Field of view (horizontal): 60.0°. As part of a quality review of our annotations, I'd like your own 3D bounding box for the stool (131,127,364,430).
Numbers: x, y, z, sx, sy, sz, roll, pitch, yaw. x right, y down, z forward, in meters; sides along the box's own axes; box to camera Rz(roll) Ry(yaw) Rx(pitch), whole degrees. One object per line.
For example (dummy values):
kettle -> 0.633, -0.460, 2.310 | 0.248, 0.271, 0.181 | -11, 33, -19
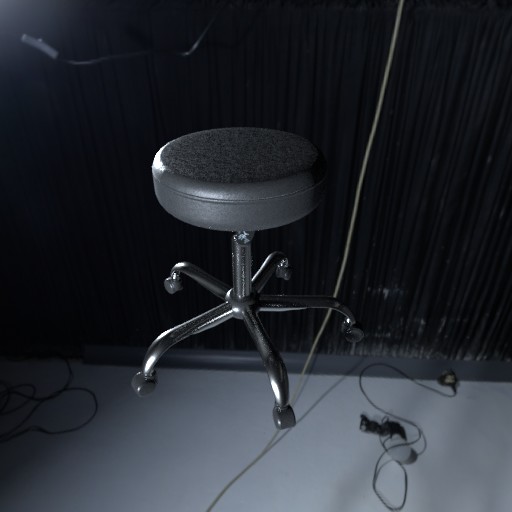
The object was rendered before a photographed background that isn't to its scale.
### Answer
stool -> 0.000, 0.000, 1.177 | 0.638, 0.576, 0.673 | 1, 33, 2
